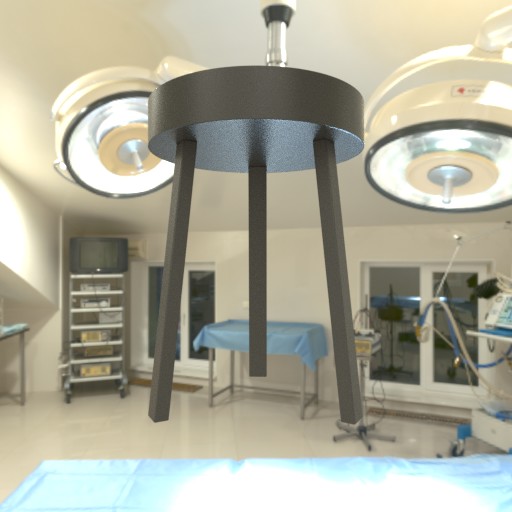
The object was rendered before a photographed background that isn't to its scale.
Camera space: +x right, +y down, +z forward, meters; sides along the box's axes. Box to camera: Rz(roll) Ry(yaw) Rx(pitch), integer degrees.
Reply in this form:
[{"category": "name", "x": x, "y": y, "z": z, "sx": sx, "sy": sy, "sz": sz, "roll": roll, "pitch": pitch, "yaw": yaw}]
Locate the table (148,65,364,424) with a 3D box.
[{"category": "table", "x": 0.000, "y": 0.000, "z": 0.855, "sx": 0.406, "sy": 0.559, "sz": 0.406, "roll": 0, "pitch": -1, "yaw": 0}]
